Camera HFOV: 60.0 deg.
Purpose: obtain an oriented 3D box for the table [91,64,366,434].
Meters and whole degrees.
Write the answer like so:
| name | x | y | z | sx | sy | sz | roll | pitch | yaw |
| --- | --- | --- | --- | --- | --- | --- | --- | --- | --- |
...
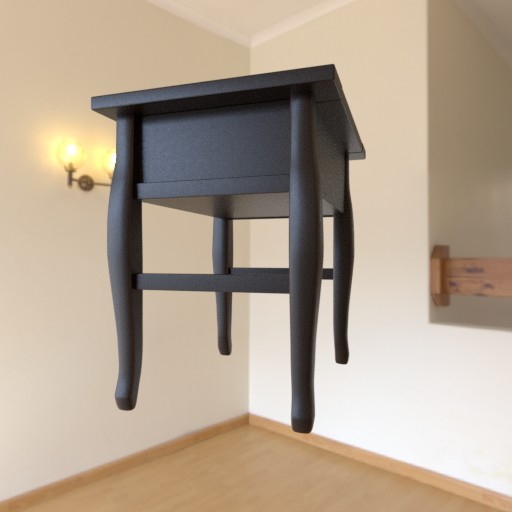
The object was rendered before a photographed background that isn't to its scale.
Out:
| name | x | y | z | sx | sy | sz | roll | pitch | yaw |
| --- | --- | --- | --- | --- | --- | --- | --- | --- | --- |
| table | 0.000 | 0.000 | 1.051 | 0.460 | 0.604 | 0.602 | 0 | 0 | 18 |
